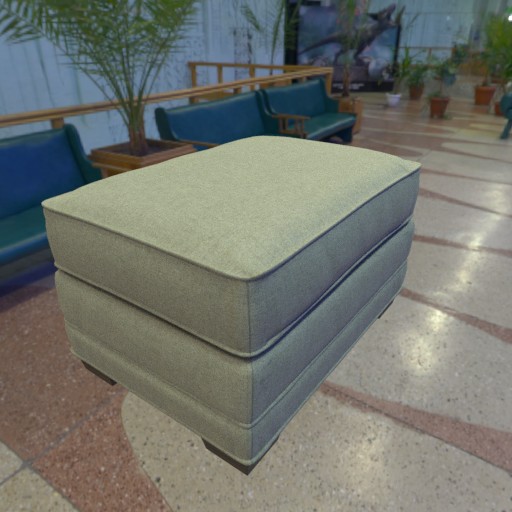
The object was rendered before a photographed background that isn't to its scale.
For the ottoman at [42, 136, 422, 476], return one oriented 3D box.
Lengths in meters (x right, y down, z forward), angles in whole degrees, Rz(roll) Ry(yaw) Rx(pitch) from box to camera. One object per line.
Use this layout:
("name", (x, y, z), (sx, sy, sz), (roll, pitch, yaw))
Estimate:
("ottoman", (0.000, 0.000, 1.193), (0.611, 0.508, 0.848), (18, 32, 32))
